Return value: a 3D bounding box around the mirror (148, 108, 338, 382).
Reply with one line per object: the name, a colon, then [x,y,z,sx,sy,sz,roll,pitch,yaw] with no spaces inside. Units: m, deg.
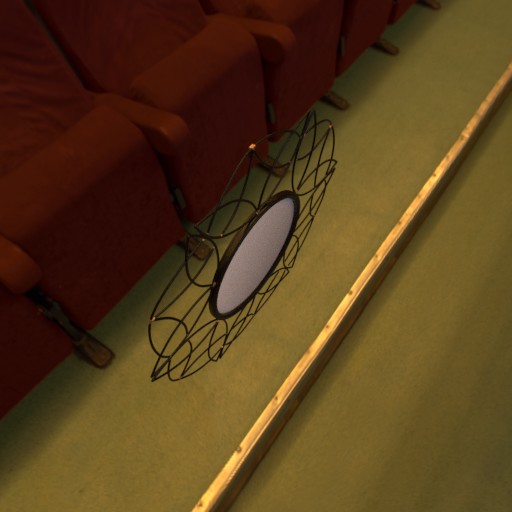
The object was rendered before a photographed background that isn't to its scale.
mirror: [0.000,0.000,1.150,0.028,0.775,0.797,32,64,18]
